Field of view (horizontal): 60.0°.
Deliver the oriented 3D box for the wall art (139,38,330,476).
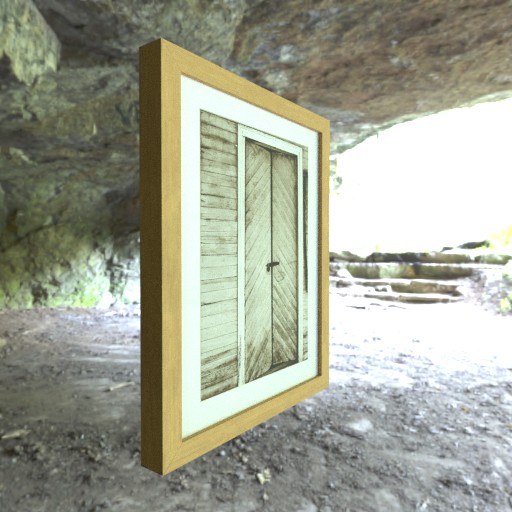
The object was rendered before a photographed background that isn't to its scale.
[{"bbox_3d":[0.000,0.000,0.518,0.030,0.380,0.312,1,1,37],"label":"wall art"}]
